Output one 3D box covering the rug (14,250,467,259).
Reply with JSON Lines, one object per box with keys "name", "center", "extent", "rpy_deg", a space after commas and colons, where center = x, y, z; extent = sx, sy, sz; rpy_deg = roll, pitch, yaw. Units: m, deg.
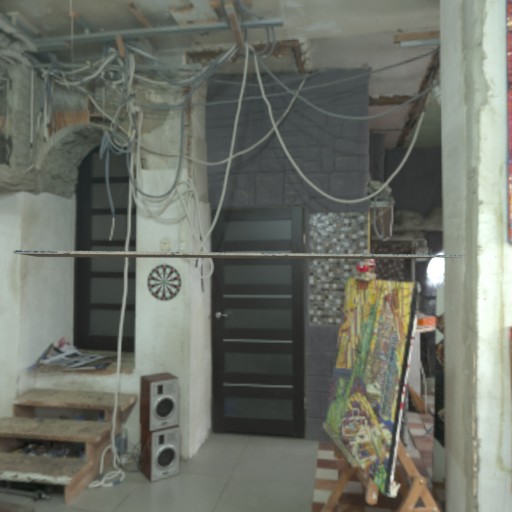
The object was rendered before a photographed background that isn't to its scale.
{"name": "rug", "center": [0.000, 0.000, 2.629], "extent": [2.434, 0.013, 0.770], "rpy_deg": [0, -1, -19]}
